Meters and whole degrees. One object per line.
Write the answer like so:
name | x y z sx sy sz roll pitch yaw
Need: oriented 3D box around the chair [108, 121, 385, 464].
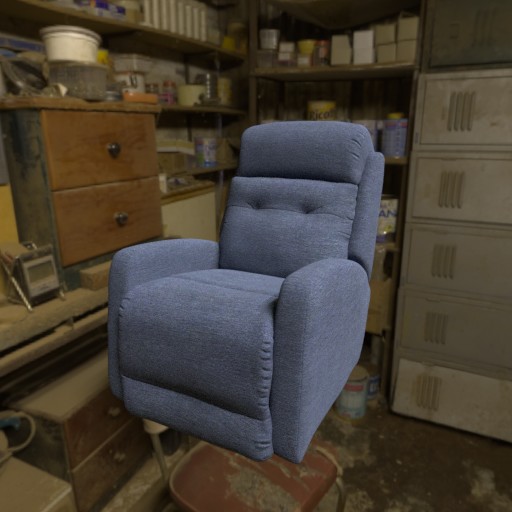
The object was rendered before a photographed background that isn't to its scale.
chair | 0.000 0.000 1.718 0.798 1.013 1.043 8 18 27
